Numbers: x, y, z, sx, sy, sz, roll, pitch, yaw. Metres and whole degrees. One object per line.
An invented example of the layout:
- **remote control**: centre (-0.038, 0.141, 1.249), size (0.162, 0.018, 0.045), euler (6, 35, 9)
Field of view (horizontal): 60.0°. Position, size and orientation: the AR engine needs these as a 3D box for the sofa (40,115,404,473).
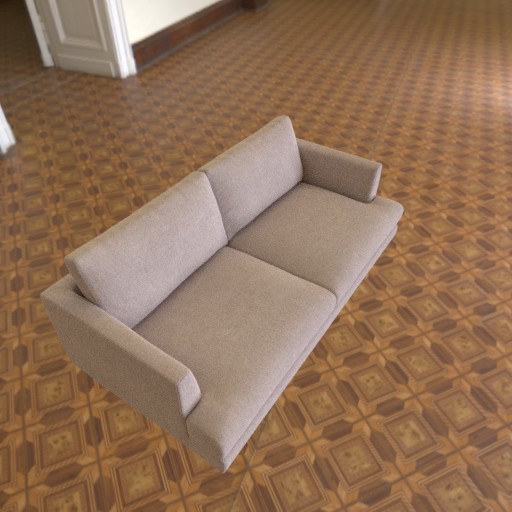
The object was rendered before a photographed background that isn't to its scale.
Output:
- **sofa**: centre (0.000, 0.000, 2.478), size (1.020, 0.868, 1.948), euler (24, 47, 25)
